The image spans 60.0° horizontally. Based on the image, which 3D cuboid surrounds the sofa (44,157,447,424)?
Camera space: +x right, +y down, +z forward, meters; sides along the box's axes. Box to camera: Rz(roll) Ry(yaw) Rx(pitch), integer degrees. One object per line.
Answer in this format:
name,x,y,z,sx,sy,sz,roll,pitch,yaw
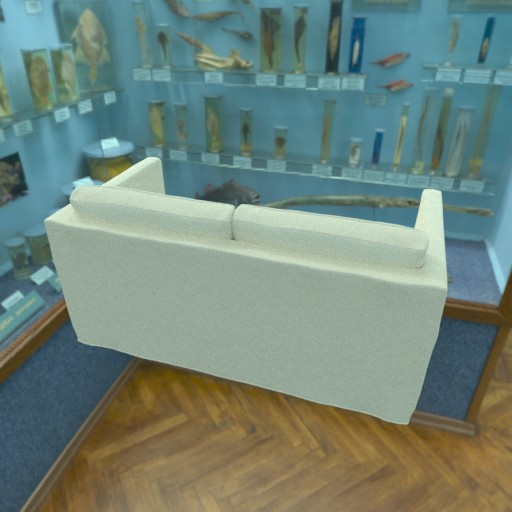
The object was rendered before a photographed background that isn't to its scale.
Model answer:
sofa,0.000,0.000,2.285,1.746,0.834,0.962,10,32,16
